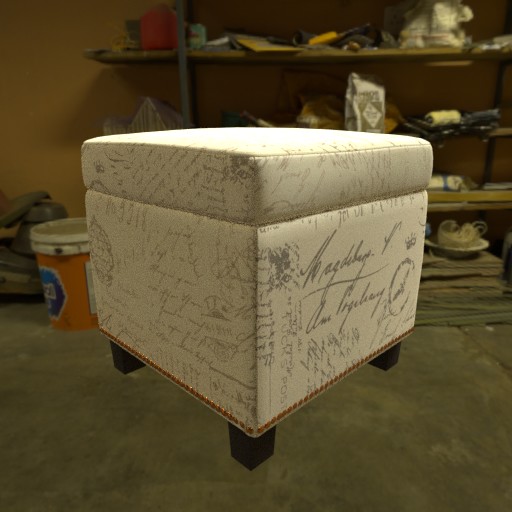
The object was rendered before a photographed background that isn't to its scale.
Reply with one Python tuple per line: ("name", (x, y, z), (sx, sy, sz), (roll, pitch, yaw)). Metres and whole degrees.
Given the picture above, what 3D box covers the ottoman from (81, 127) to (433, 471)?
("ottoman", (0.000, 0.000, 0.823), (0.450, 0.457, 0.449), (-16, 23, -42))
